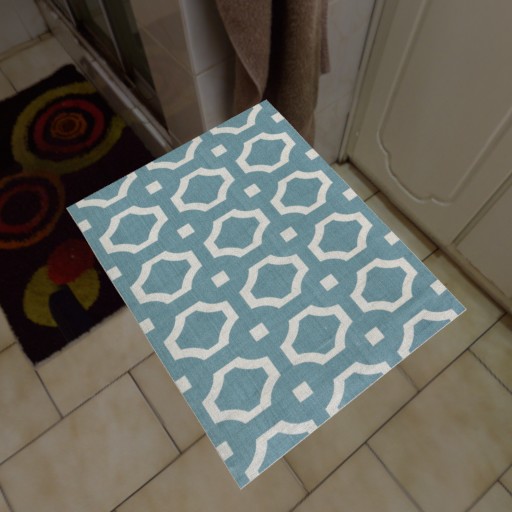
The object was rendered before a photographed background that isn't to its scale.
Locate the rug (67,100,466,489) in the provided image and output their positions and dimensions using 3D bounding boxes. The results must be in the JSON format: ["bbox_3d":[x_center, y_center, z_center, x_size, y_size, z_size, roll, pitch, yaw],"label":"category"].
[{"bbox_3d":[0.000,0.000,4.190,2.466,0.021,3.049,-33,69,-14],"label":"rug"}]
